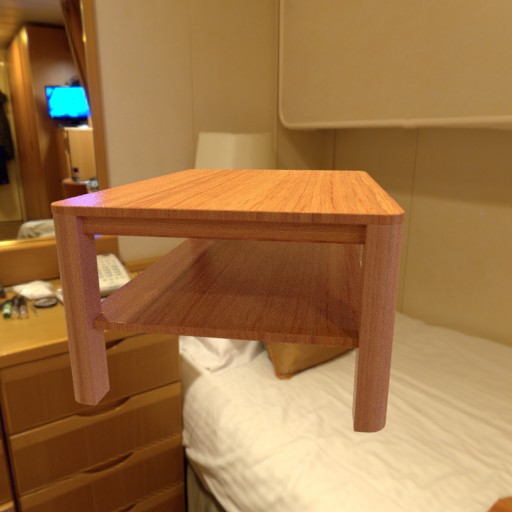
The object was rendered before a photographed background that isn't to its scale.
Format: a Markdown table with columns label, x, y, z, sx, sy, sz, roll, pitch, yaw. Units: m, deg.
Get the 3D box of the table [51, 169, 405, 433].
| label | x | y | z | sx | sy | sz | roll | pitch | yaw |
| --- | --- | --- | --- | --- | --- | --- | --- | --- | --- |
| table | 0.000 | 0.000 | 1.352 | 0.696 | 0.445 | 0.997 | 2 | 15 | 9 |
